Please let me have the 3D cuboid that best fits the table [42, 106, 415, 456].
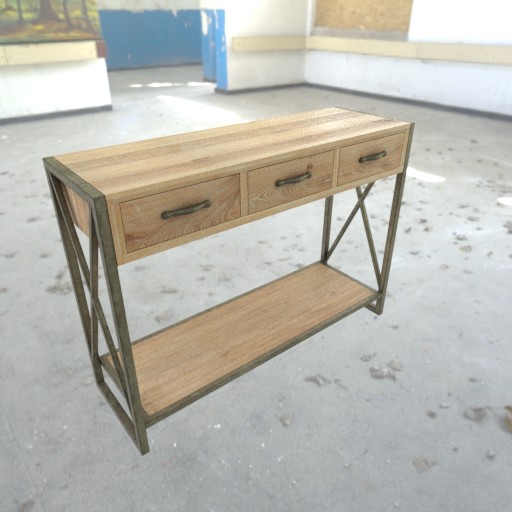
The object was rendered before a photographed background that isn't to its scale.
[{"bbox_3d":[0.000,0.000,1.439,1.059,0.763,0.361,-21,35,-33],"label":"table"}]
